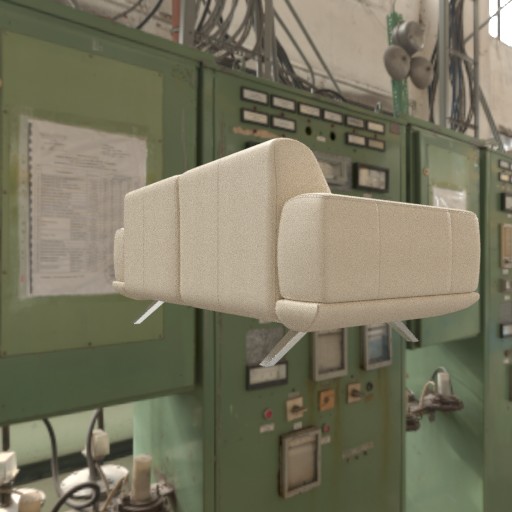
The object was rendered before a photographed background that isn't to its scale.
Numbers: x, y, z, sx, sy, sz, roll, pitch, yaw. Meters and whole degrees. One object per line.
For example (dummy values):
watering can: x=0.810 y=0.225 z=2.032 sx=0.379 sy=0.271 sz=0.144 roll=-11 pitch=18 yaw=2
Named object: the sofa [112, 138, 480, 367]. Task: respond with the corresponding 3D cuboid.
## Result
sofa: x=0.000 y=0.000 z=2.276 sx=0.900 sy=0.772 sz=1.901 roll=1 pitch=-1 yaw=-35
